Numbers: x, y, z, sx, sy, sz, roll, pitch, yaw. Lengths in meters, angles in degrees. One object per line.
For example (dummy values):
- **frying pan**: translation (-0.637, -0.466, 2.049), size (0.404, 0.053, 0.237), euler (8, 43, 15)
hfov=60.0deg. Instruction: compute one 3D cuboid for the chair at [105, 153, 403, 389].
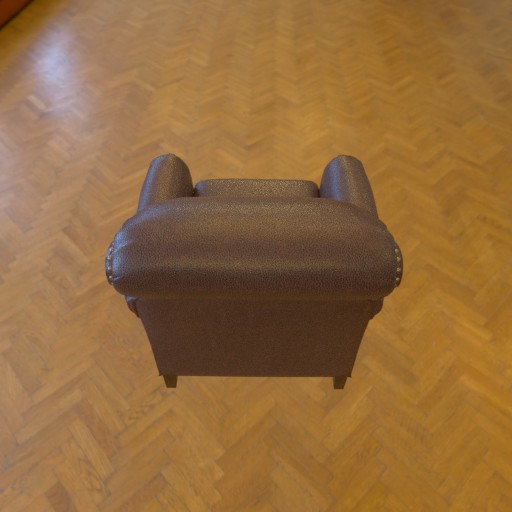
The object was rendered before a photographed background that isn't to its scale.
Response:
- **chair**: translation (0.000, 0.000, 1.575), size (0.854, 0.927, 0.890), euler (0, 47, 0)
